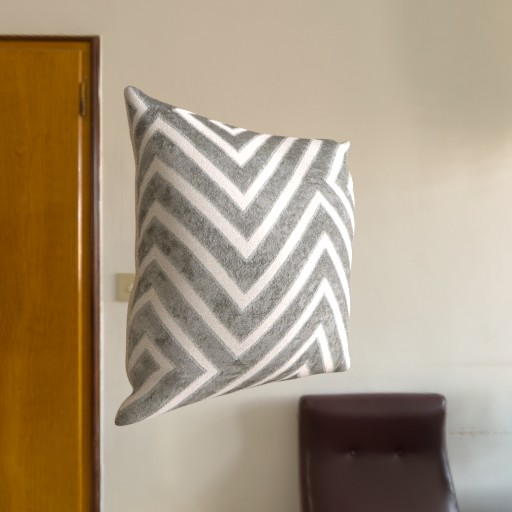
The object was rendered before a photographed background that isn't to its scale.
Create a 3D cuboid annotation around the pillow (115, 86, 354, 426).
[{"bbox_3d":[0.000,0.000,0.693,0.440,0.441,0.182,0,0,-37],"label":"pillow"}]
